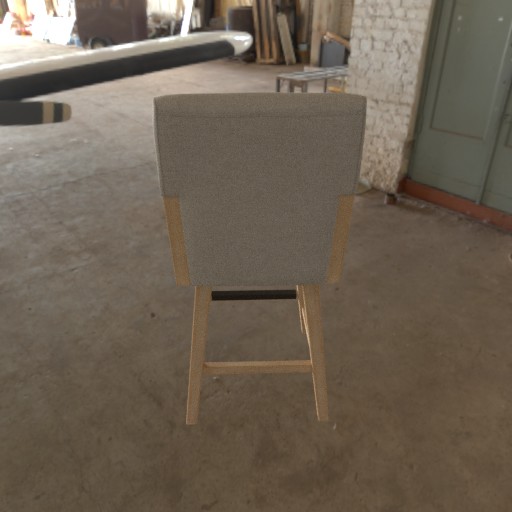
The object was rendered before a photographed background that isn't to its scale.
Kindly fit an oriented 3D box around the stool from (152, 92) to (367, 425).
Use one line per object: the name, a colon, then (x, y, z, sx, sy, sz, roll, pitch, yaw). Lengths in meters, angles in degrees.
stool: (0.000, 0.000, 1.416, 0.507, 1.085, 0.606, -1, 30, -2)
